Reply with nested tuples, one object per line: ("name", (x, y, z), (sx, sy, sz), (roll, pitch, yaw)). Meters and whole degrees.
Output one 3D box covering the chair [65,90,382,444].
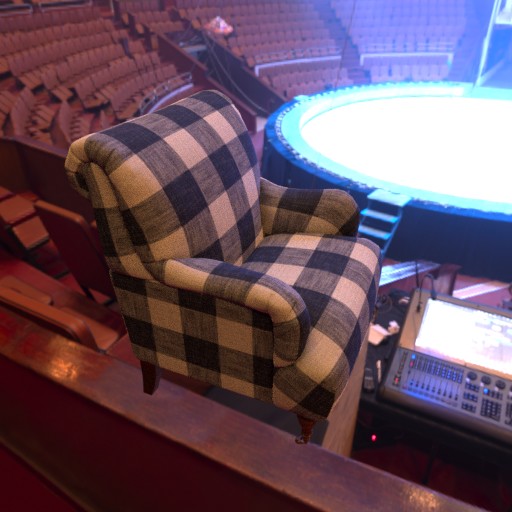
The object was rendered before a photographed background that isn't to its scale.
("chair", (0.000, 0.000, 1.564), (0.848, 0.953, 0.781), (12, 33, 19))
